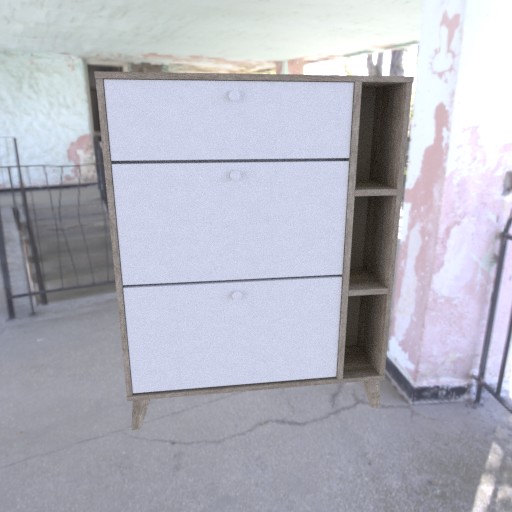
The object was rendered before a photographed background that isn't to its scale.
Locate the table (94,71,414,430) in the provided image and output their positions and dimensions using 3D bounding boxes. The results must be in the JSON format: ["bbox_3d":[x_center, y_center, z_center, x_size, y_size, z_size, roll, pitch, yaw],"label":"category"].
[{"bbox_3d":[0.000,0.000,1.518,0.902,1.135,0.256,-2,17,-8],"label":"table"}]
